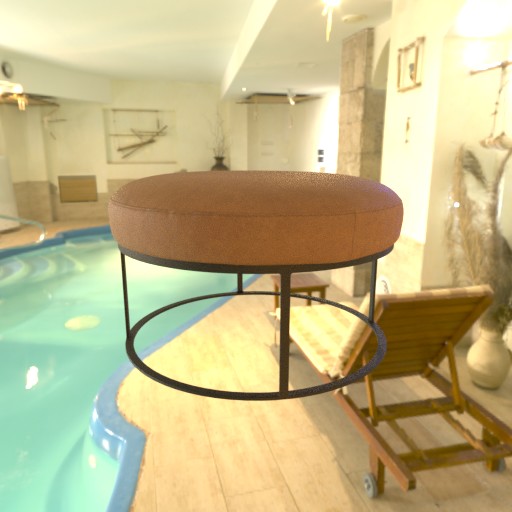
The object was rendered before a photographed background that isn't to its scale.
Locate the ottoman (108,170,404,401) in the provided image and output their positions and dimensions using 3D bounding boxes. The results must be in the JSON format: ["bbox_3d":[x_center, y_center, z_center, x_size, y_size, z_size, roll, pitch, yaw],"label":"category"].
[{"bbox_3d":[0.000,0.000,1.246,0.771,0.460,0.771,0,13,0],"label":"ottoman"}]
